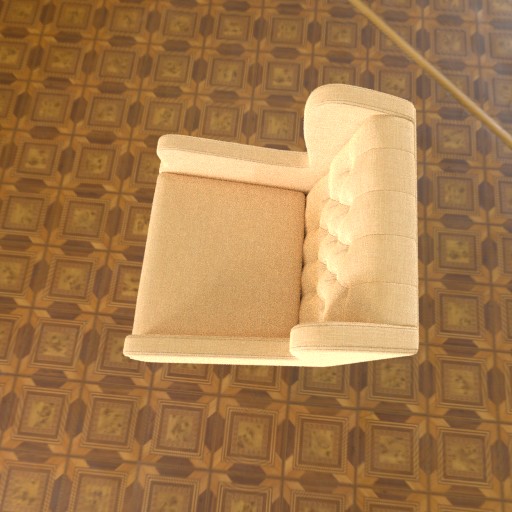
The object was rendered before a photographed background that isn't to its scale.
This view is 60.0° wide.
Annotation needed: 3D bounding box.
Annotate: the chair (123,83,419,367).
[{"bbox_3d":[0.000,0.000,1.442,0.760,0.930,0.710,5,74,1],"label":"chair"}]
